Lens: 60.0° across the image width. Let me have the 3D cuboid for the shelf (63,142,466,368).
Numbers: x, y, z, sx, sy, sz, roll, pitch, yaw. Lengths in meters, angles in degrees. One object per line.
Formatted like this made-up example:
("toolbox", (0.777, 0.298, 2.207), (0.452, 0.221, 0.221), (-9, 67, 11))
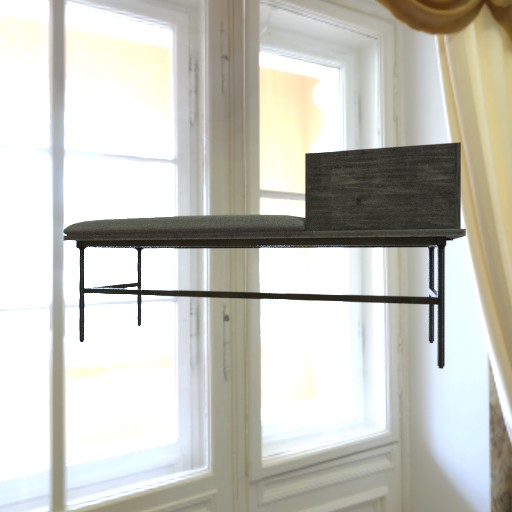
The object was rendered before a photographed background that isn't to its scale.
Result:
("shelf", (0.000, 0.000, 1.621), (1.342, 0.633, 0.457), (0, 0, 18))
